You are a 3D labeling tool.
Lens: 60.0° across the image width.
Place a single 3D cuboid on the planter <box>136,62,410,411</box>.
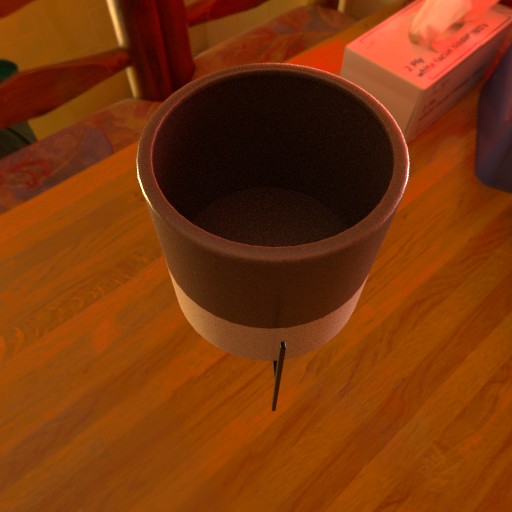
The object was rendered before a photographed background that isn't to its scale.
[{"bbox_3d":[0.000,0.000,0.527,0.260,0.353,0.250,17,60,10],"label":"planter"}]
